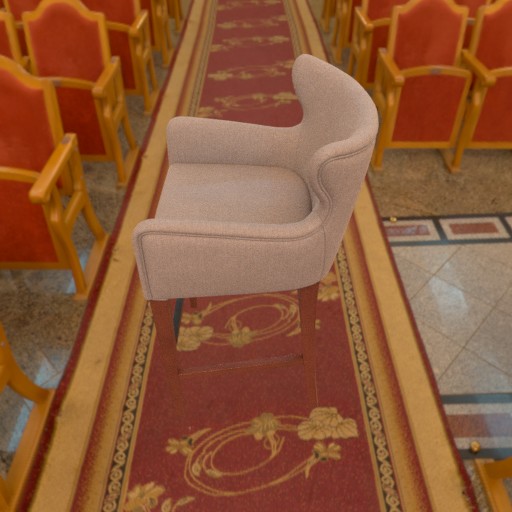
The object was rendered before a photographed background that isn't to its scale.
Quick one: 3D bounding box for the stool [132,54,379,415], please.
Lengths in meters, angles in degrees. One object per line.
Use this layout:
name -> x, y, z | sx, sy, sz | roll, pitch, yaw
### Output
stool -> 0.000, 0.000, 1.400 | 0.575, 1.047, 0.575 | 0, 43, 0
